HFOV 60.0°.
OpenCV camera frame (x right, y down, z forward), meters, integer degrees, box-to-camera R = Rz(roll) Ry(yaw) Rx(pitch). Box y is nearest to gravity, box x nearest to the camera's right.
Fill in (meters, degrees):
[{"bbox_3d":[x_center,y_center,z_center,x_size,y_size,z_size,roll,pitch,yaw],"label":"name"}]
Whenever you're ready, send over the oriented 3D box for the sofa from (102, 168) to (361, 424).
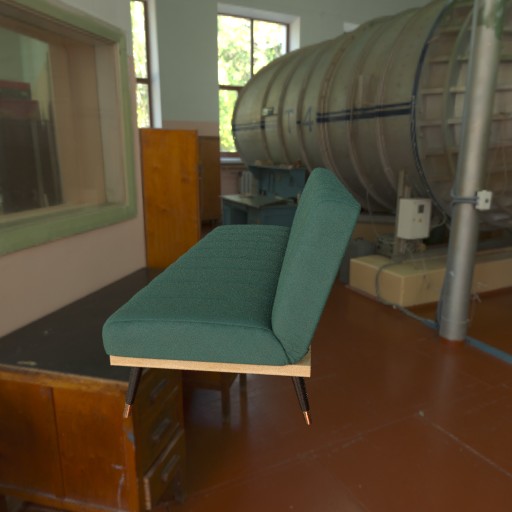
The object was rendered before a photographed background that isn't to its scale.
[{"bbox_3d":[0.000,0.000,2.265,0.830,0.820,1.810,2,14,7],"label":"sofa"}]
